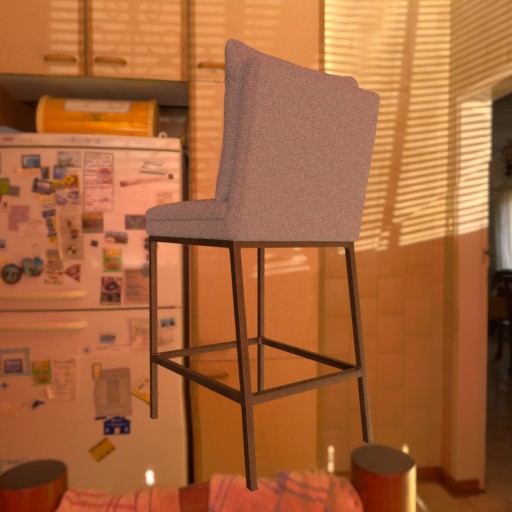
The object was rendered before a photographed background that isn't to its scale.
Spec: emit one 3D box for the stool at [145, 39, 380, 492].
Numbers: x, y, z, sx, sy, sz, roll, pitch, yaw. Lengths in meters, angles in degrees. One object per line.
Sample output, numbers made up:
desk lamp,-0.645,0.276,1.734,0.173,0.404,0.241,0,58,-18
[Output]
stool,0.000,0.000,1.311,0.463,1.031,0.569,-1,2,-36
